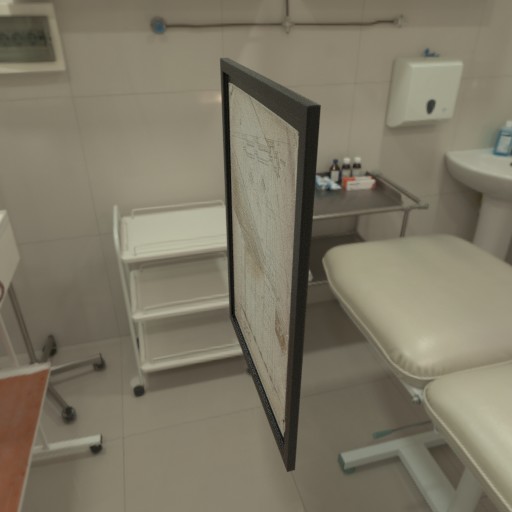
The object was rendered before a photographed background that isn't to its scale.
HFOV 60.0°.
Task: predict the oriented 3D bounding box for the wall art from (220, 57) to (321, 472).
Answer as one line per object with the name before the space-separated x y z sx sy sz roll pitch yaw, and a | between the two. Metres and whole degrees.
wall art | 0.000 0.000 0.859 0.016 0.657 0.480 -8 31 -14
